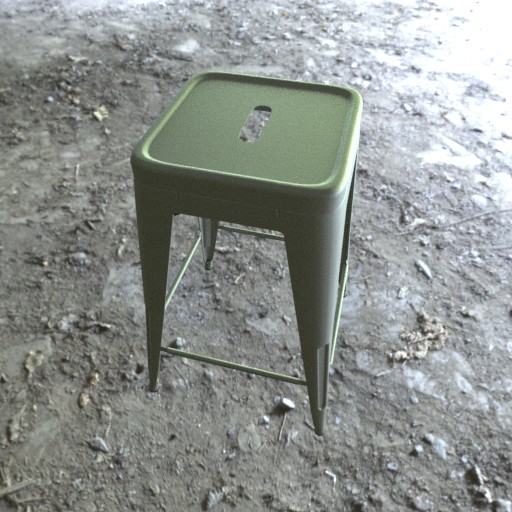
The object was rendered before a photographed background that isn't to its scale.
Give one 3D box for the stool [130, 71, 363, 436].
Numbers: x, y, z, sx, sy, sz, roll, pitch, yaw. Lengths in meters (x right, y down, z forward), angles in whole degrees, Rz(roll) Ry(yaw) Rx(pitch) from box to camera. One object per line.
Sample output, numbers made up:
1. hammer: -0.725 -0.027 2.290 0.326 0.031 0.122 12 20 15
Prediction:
1. stool: 0.000 0.000 0.901 0.410 0.608 0.410 11 48 10
